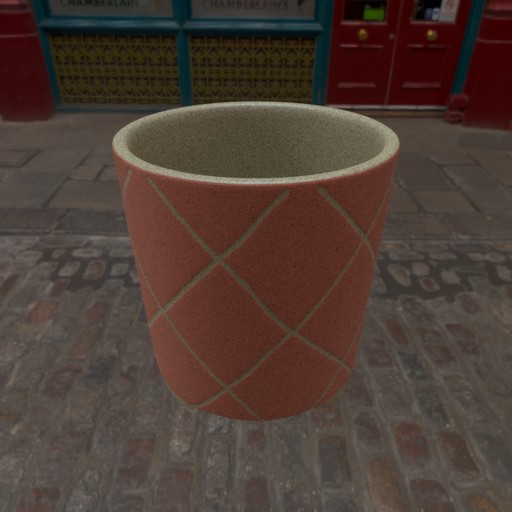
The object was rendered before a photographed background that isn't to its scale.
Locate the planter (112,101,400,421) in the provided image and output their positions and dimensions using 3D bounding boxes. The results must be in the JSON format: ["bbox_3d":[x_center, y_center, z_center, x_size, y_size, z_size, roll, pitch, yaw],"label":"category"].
[{"bbox_3d":[0.000,0.000,0.355,0.191,0.200,0.191,0,31,0],"label":"planter"}]
